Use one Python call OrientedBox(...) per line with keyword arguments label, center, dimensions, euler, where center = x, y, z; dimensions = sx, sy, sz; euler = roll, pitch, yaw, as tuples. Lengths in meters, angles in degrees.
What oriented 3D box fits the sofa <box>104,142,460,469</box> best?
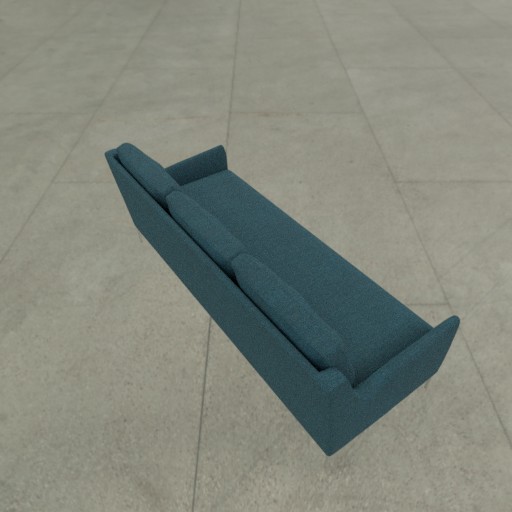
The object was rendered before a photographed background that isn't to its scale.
OrientedBox(label="sofa", center=(0.000, 0.000, 2.508), dimensions=(0.849, 0.837, 2.060), euler=(-26, 48, -26))
